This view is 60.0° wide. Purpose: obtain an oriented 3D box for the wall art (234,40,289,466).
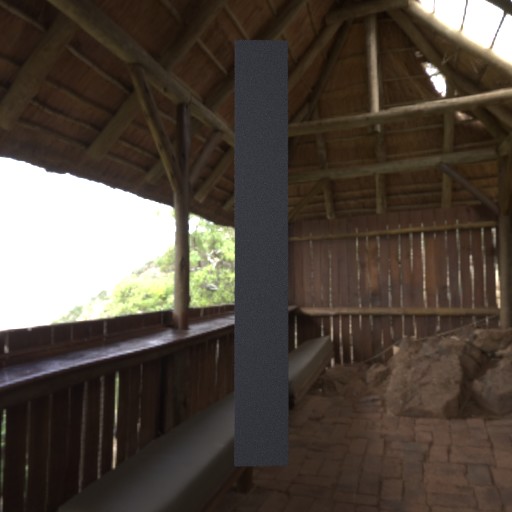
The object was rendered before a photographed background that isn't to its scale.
[{"bbox_3d":[0.000,0.000,0.468,0.038,0.304,0.304,0,-1,-1],"label":"wall art"}]
